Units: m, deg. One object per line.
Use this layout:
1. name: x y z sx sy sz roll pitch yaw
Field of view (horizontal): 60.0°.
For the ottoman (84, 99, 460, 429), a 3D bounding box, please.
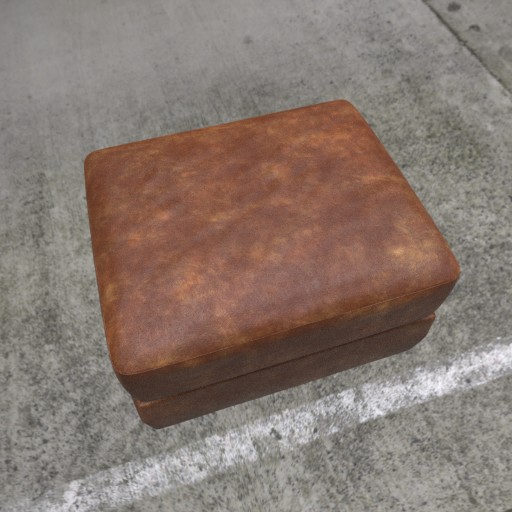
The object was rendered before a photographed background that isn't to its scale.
1. ottoman: 0.000 0.000 1.136 0.751 0.476 0.603 -15 58 -9
